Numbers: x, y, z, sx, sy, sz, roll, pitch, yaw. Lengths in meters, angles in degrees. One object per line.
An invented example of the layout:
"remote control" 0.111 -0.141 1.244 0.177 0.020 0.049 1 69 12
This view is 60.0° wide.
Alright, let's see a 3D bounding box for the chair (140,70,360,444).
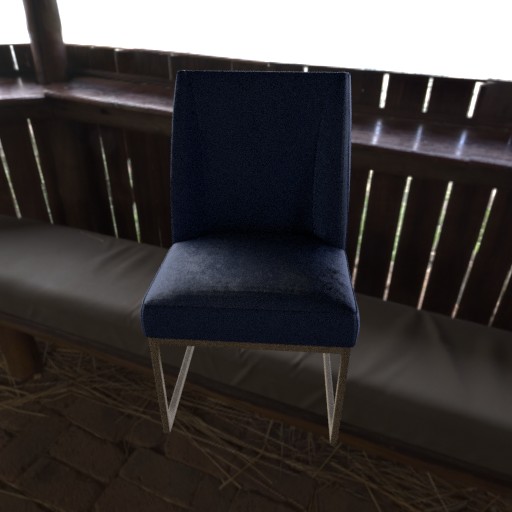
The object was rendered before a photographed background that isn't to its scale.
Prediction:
"chair" 0.000 0.000 1.198 0.508 0.863 0.522 2 31 4
